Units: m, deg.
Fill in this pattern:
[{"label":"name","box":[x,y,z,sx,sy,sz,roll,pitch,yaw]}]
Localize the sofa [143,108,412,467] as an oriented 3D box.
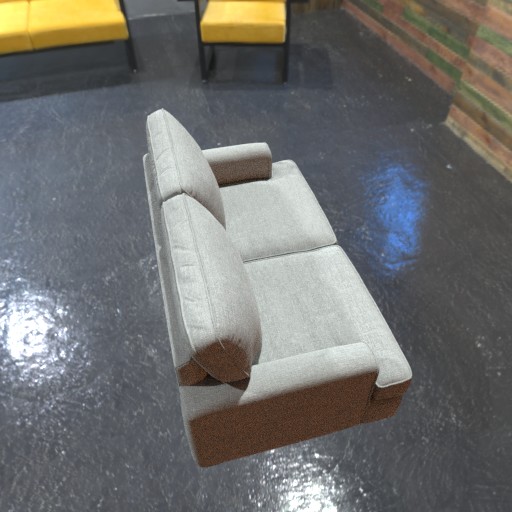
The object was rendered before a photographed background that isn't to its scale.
[{"label":"sofa","box":[0.000,0.000,2.239,0.965,0.965,1.651,-11,47,-10]}]
